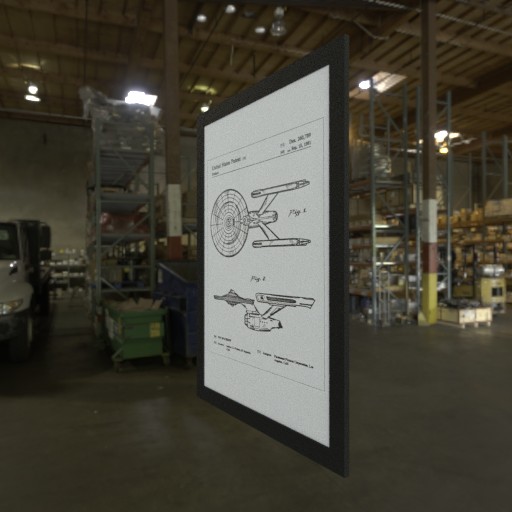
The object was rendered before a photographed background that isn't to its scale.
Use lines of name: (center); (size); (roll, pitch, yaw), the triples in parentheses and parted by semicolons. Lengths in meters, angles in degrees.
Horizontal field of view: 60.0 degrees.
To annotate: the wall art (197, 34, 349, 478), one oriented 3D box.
wall art: (0.000, 0.000, 0.686); (0.008, 0.530, 0.379); (0, 0, -35)
